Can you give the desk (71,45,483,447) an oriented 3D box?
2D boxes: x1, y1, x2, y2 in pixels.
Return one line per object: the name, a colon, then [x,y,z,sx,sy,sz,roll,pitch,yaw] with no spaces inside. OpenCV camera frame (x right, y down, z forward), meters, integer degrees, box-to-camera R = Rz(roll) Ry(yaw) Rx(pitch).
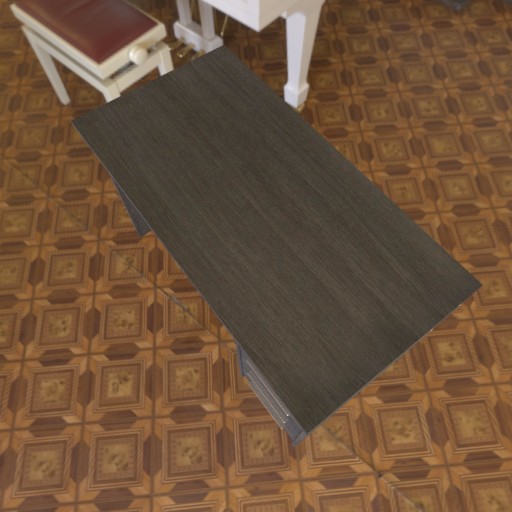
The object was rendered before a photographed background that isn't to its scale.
desk: [0.000,0.000,1.526,0.560,0.730,1.096,-34,68,-16]
